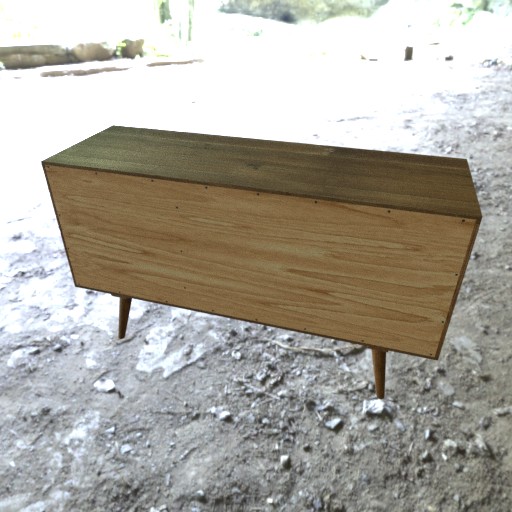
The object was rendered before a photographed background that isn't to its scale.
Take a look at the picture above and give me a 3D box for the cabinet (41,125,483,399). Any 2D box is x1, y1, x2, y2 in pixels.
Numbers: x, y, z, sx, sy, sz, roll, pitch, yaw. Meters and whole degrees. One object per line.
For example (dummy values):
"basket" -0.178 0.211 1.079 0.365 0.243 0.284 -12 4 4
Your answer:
"cabinet" 0.000 0.000 1.751 1.400 0.800 0.472 9 34 14
